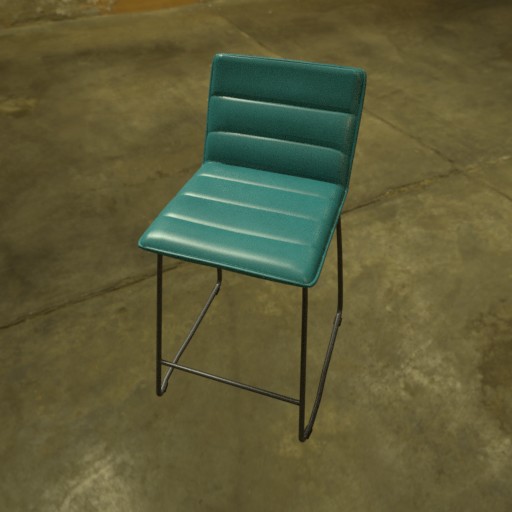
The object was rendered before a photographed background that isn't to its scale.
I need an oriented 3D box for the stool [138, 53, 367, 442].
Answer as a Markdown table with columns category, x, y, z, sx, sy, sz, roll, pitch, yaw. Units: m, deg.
| category | x | y | z | sx | sy | sz | roll | pitch | yaw |
| --- | --- | --- | --- | --- | --- | --- | --- | --- | --- |
| stool | 0.000 | 0.000 | 1.184 | 0.489 | 0.866 | 0.524 | 13 | 43 | 14 |
